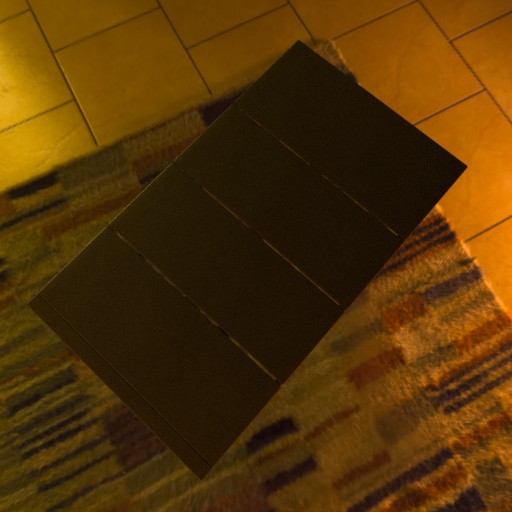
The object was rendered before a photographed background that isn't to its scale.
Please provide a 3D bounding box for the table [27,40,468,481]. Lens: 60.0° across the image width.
[{"bbox_3d":[0.000,0.000,1.283,0.559,0.460,0.965,41,79,9],"label":"table"}]
